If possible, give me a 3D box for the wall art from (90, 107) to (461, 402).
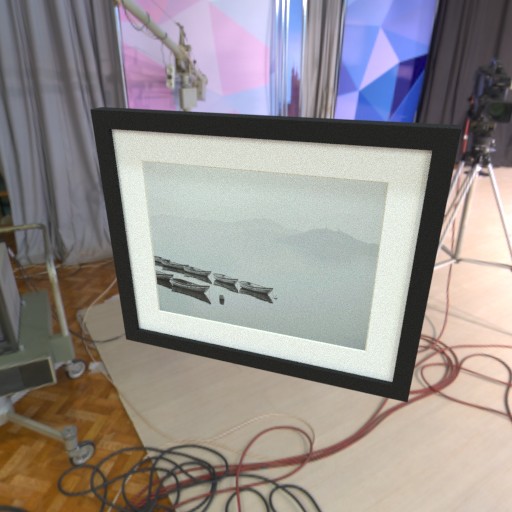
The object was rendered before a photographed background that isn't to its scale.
[{"bbox_3d":[0.000,0.000,0.748,0.554,0.454,0.030,8,27,17],"label":"wall art"}]
